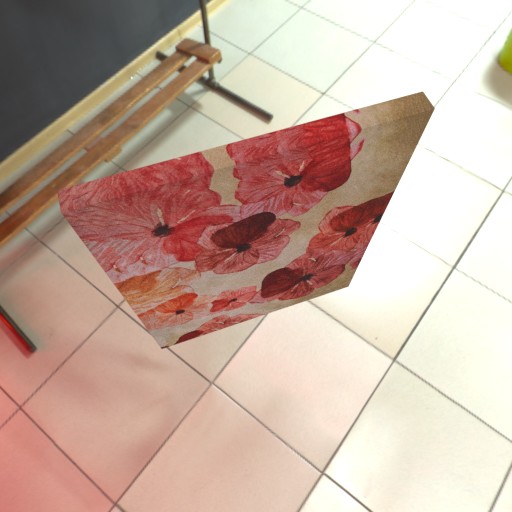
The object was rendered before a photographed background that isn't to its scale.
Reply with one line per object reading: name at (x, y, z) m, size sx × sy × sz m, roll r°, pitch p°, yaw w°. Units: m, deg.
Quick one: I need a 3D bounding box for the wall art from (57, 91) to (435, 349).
wall art at (0.000, 0.000, 0.688) m, size 0.406 × 0.508 × 0.028 m, roll -17°, pitch 65°, yaw -8°
